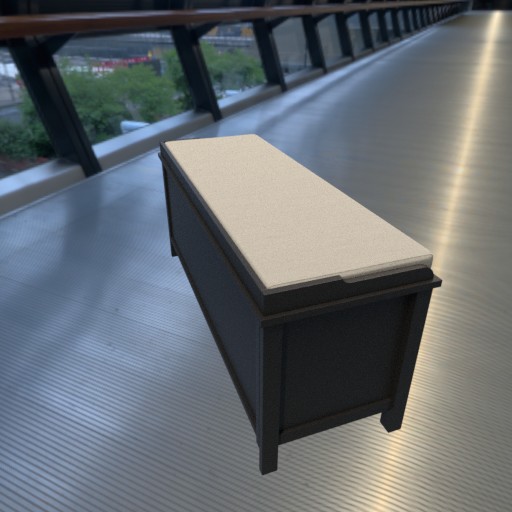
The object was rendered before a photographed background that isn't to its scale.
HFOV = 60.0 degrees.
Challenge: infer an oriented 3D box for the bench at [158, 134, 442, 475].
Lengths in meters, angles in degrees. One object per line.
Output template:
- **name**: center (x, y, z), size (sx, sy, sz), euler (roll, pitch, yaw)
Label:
- **bench**: center (0.000, 0.000, 1.415), size (0.398, 0.501, 1.140), euler (-10, 30, -17)
